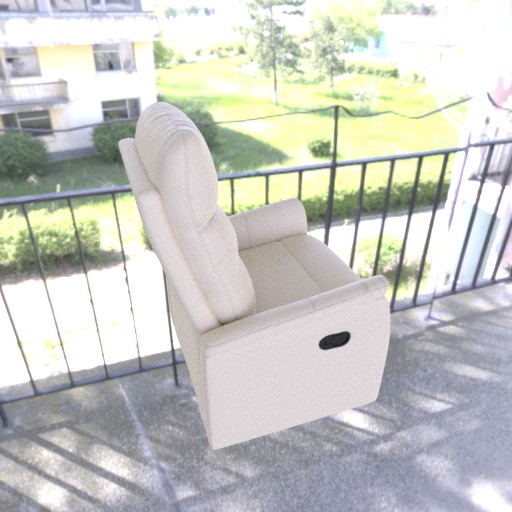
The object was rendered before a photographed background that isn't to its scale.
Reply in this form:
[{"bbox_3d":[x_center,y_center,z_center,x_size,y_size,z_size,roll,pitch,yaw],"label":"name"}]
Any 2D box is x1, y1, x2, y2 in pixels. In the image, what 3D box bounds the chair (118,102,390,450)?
[{"bbox_3d":[0.000,0.000,1.647,0.831,1.082,0.775,-10,32,-17],"label":"chair"}]
